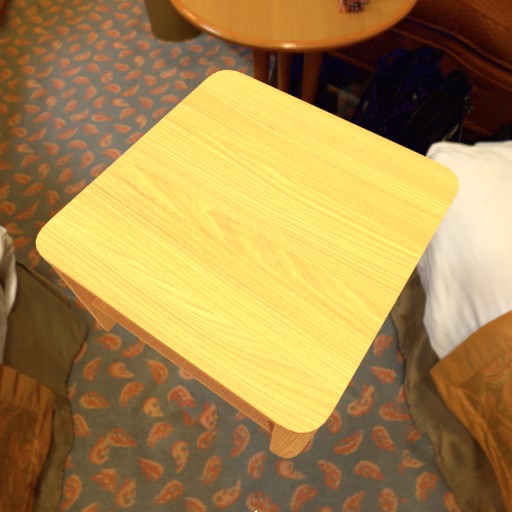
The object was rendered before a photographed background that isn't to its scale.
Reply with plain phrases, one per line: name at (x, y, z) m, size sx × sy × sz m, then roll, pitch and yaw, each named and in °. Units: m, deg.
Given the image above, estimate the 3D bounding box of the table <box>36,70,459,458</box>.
table at (0.000, 0.000, 1.237) m, size 0.750 × 0.450 × 0.750 m, roll 31°, pitch 64°, yaw 16°
